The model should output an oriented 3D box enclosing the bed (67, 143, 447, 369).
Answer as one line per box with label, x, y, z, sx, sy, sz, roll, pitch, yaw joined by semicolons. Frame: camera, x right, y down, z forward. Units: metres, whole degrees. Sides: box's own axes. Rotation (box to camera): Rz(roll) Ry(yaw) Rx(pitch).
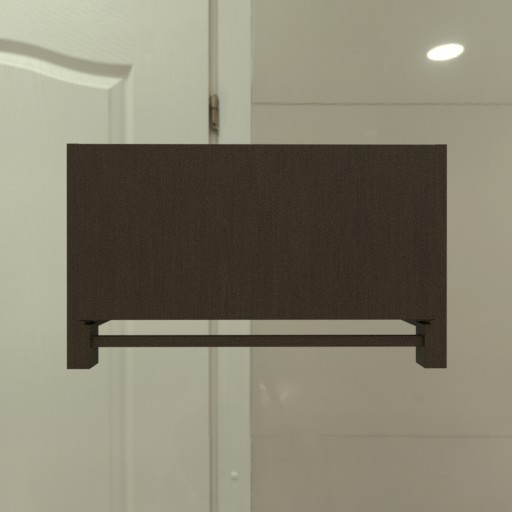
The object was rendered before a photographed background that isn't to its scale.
bed;0.000;0.000;3.601;2.143;1.261;2.238;0;0;0
